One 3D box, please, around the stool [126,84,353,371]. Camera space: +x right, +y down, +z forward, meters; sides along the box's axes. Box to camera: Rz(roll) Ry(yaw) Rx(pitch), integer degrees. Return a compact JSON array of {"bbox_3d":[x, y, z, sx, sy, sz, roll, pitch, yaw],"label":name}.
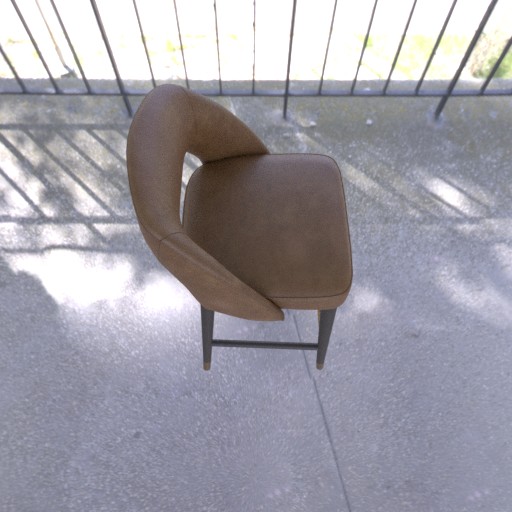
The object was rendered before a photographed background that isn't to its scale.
[{"bbox_3d":[0.000,0.000,1.330,0.509,1.037,0.494,-1,63,0],"label":"stool"}]
